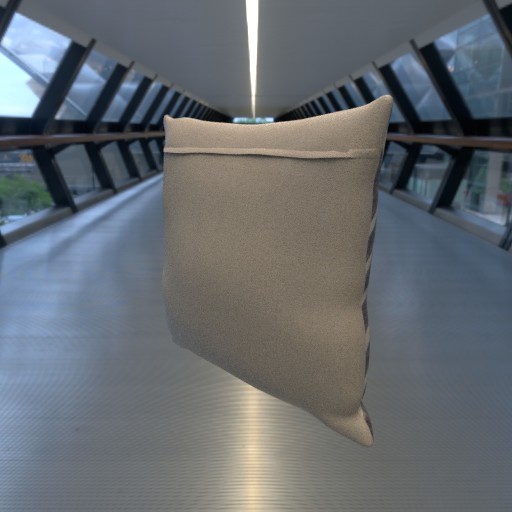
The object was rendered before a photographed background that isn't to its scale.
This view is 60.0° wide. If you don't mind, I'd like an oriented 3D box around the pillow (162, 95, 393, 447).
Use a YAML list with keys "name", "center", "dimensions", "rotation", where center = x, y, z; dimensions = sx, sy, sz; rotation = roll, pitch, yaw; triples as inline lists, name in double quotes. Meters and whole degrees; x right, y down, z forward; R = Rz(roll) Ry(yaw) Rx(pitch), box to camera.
- name: "pillow"
  center: [0.000, 0.000, 0.679]
  dimensions: [0.440, 0.441, 0.182]
  rotation: [14, 20, 42]
